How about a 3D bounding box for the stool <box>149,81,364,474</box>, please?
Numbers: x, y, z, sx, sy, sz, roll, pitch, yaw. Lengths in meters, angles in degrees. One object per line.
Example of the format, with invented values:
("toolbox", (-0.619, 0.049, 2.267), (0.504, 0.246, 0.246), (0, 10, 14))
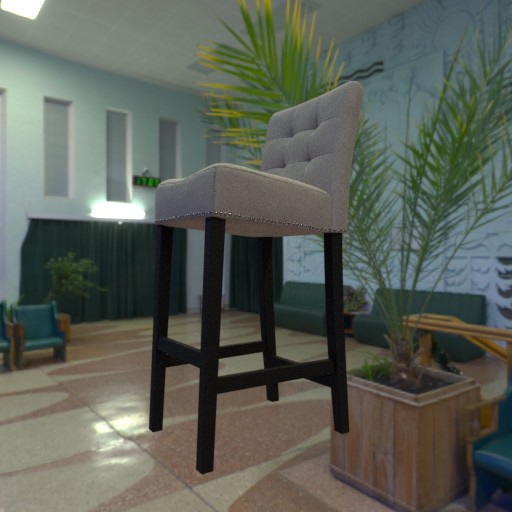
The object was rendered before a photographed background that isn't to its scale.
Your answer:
("stool", (0.000, 0.000, 1.349), (0.548, 1.047, 0.411), (0, 0, -35))
